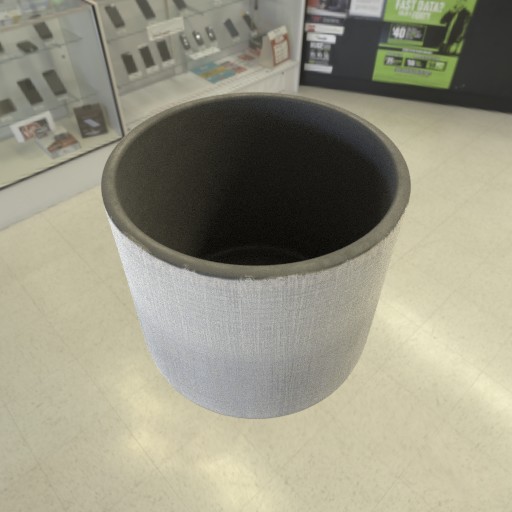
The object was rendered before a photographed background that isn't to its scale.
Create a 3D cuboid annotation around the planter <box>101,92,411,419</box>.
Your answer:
[{"bbox_3d":[0.000,0.000,0.397,0.226,0.201,0.226,0,47,0],"label":"planter"}]
